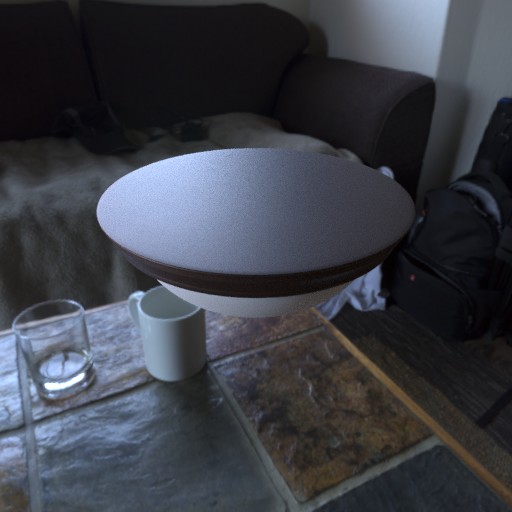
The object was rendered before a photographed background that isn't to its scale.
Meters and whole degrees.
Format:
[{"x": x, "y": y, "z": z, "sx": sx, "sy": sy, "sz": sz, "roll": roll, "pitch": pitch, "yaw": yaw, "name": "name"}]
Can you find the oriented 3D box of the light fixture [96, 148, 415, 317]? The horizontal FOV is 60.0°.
[{"x": 0.000, "y": 0.000, "z": 0.440, "sx": 0.280, "sy": 0.135, "sz": 0.280, "roll": 0, "pitch": 30, "yaw": 0, "name": "light fixture"}]
